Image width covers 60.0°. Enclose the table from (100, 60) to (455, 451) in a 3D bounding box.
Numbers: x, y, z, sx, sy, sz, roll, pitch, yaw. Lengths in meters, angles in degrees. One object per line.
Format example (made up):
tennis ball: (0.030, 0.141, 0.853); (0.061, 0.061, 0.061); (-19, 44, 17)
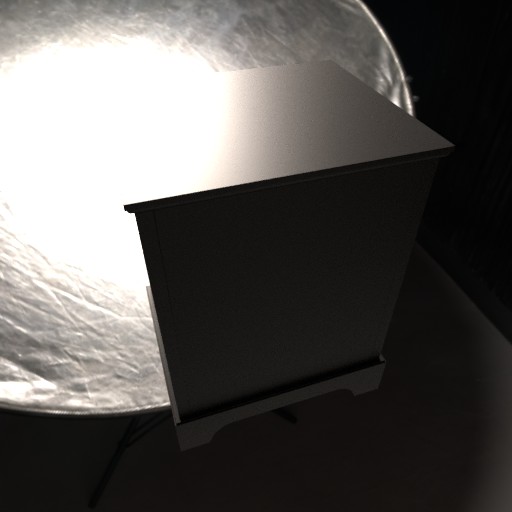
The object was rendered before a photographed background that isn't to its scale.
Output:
table: (0.000, 0.000, 0.909); (0.460, 0.610, 0.399); (-12, 43, -14)
